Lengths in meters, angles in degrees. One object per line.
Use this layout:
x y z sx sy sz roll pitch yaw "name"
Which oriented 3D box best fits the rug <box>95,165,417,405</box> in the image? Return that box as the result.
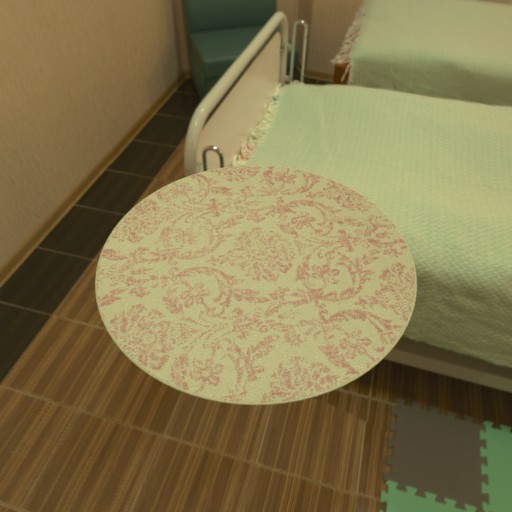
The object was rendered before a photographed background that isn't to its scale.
0.000 0.000 2.261 1.593 0.012 1.593 0 46 0 "rug"
